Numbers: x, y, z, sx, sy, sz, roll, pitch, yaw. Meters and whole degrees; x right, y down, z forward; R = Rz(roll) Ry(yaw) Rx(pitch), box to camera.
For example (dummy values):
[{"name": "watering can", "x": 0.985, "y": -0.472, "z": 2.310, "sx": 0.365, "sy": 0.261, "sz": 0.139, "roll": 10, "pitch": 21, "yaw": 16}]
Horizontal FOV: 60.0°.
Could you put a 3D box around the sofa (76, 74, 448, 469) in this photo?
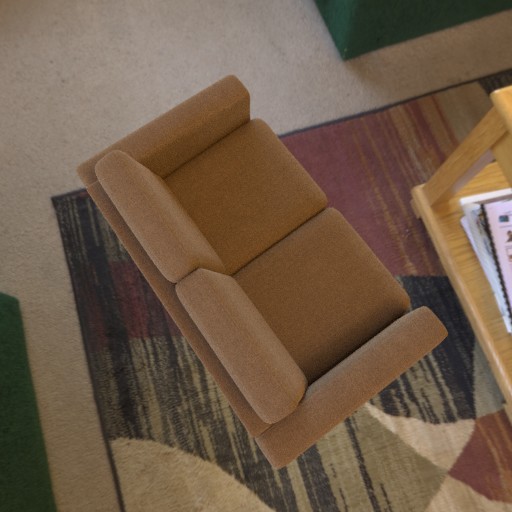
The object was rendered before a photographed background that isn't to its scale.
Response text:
[{"name": "sofa", "x": 0.000, "y": 0.000, "z": 2.017, "sx": 0.900, "sy": 0.800, "sz": 1.520, "roll": -35, "pitch": 77, "yaw": -9}]
